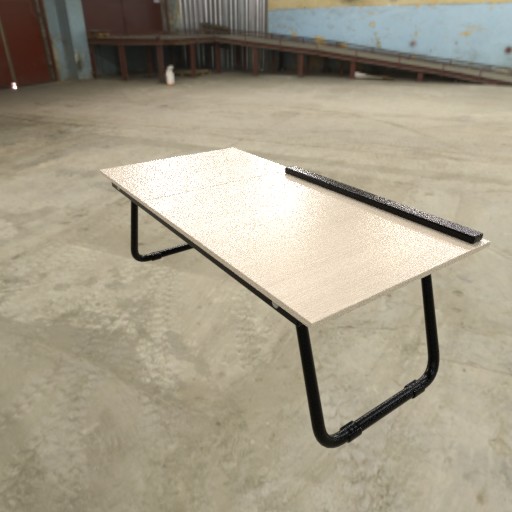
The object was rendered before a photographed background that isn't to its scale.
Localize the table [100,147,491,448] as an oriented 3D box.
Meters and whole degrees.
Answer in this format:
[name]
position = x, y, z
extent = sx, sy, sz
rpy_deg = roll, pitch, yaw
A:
[table]
position = 0.000, 0.000, 0.798
extent = 0.322, 0.242, 0.644
rpy_deg = -18, 32, -31
